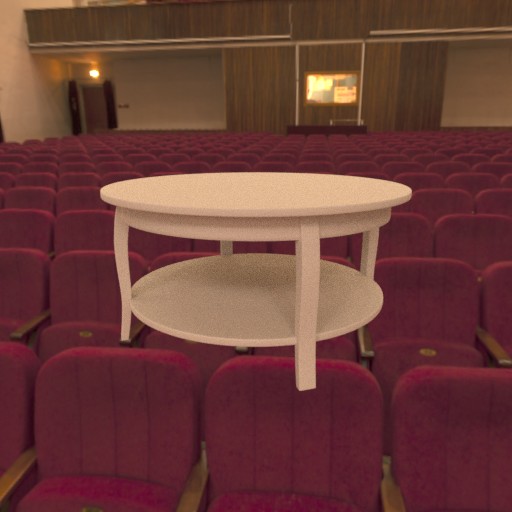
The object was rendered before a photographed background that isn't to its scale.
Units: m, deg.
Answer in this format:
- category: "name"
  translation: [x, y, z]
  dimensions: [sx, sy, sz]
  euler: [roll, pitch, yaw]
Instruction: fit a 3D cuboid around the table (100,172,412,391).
- category: "table"
  translation: [0.000, 0.000, 1.427]
  dimensions: [0.910, 0.457, 0.910]
  euler: [0, 15, 0]
